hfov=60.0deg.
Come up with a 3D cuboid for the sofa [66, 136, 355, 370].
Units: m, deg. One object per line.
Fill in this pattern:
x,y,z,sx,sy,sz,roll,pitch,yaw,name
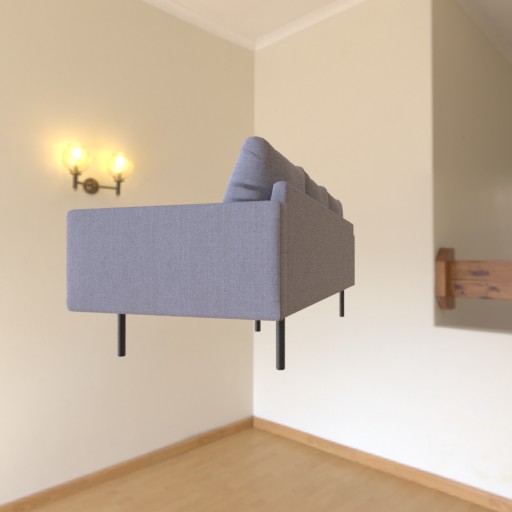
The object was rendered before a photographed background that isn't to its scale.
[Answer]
0.000,0.000,2.444,0.850,0.830,2.000,0,0,19,sofa
